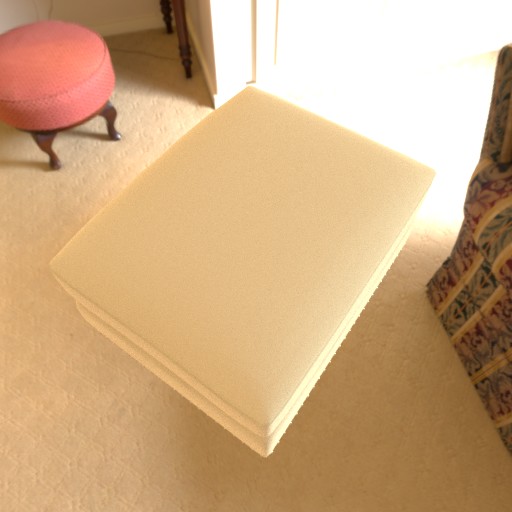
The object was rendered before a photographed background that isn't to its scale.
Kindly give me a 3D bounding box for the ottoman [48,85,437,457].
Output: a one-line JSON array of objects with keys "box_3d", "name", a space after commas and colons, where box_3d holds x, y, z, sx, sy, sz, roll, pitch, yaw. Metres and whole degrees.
[{"box_3d": [0.000, 0.000, 1.145, 0.584, 0.513, 0.741, 31, 63, 18], "name": "ottoman"}]
